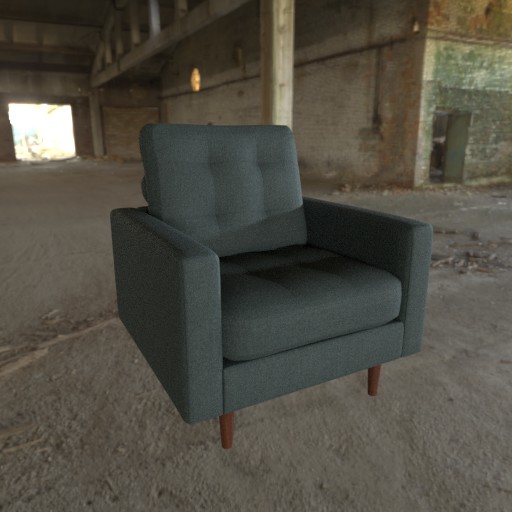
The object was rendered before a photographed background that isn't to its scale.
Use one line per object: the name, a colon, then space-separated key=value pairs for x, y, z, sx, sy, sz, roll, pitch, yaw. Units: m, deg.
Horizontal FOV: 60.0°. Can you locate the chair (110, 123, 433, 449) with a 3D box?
chair: x=0.000 y=0.000 z=1.524 sx=0.821 sy=0.880 sz=0.843 roll=-8 pitch=17 yaw=-28
